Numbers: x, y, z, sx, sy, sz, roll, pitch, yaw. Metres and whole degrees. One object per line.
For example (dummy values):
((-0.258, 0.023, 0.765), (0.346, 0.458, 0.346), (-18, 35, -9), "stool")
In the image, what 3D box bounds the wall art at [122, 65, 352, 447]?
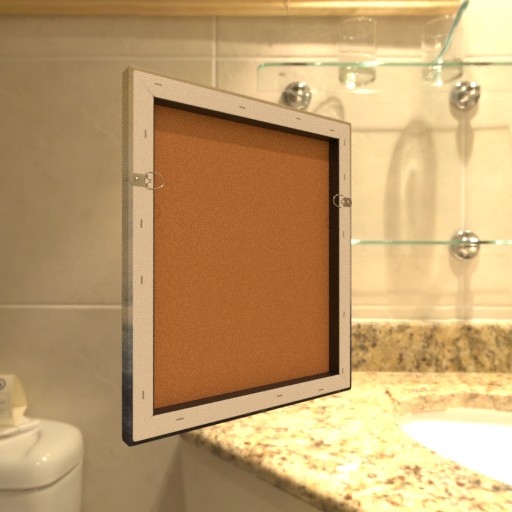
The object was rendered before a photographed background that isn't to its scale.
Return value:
((0.000, 0.000, 1.012), (0.608, 0.710, 0.041), (0, 0, -36), "wall art")
